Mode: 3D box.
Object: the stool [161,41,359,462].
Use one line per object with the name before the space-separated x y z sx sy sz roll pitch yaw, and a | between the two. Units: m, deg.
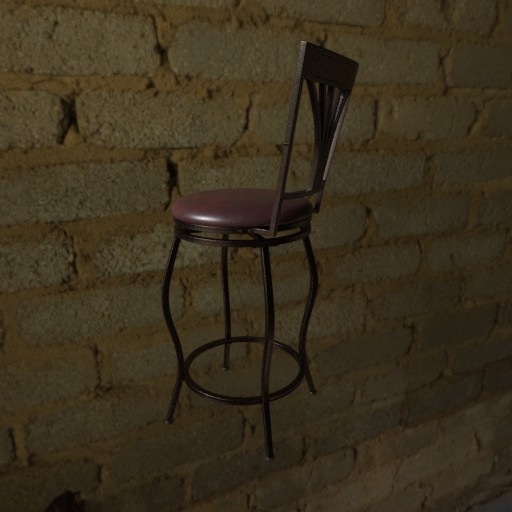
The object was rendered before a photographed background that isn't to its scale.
stool | 0.000 0.000 1.366 0.514 1.117 0.433 8 19 26
